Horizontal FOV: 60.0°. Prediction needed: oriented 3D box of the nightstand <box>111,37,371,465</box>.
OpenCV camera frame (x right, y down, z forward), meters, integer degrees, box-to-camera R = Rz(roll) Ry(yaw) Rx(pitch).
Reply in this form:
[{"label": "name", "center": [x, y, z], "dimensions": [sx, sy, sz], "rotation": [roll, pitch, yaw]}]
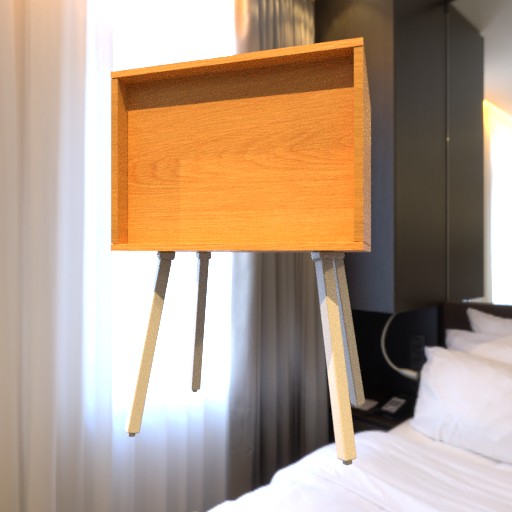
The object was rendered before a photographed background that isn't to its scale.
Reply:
[{"label": "nightstand", "center": [0.000, 0.000, 0.817], "dimensions": [0.400, 0.601, 0.316], "rotation": [0, 0, 16]}]
